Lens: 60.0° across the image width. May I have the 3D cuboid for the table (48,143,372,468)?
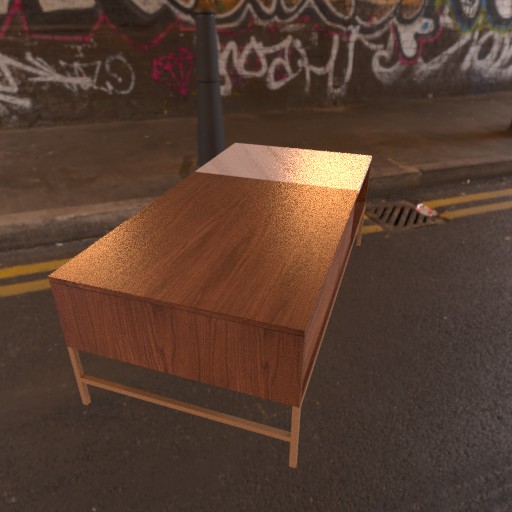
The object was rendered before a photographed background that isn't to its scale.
[{"bbox_3d":[0.000,0.000,1.994,0.789,0.551,1.553,10,31,16],"label":"table"}]
